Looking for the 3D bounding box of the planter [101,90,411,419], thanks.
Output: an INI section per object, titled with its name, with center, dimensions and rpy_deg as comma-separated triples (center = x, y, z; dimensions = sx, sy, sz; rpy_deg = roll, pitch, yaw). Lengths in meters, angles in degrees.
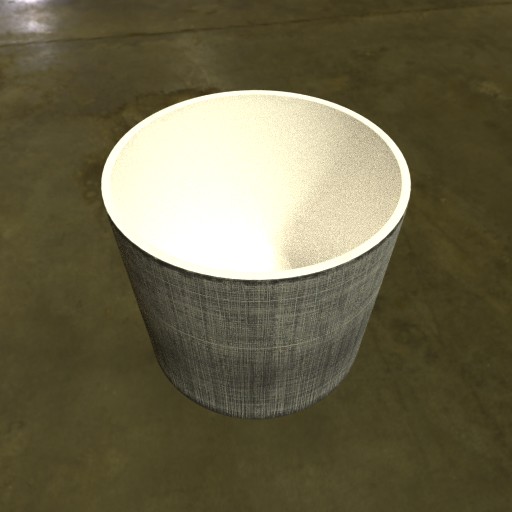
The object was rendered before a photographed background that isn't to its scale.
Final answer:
[planter]
center = 0.000, 0.000, 0.398
dimensions = 0.221, 0.201, 0.221
rpy_deg = 0, 48, 0
